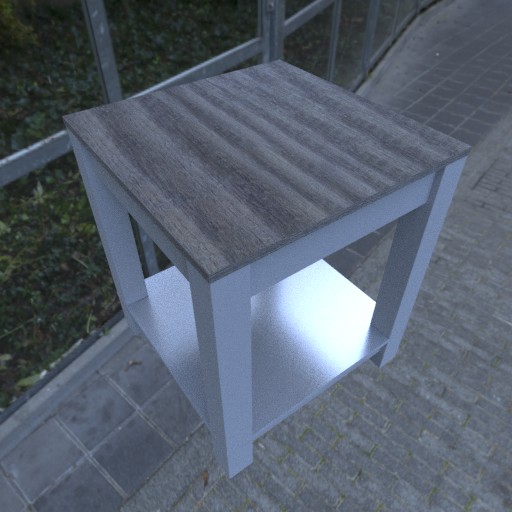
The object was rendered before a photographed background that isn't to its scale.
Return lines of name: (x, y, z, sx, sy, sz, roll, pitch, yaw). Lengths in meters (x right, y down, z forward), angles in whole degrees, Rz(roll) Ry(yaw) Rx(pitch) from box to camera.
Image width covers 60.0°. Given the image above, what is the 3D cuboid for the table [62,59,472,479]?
table: (0.000, 0.000, 0.963, 0.504, 0.587, 0.506, -26, 49, -26)
